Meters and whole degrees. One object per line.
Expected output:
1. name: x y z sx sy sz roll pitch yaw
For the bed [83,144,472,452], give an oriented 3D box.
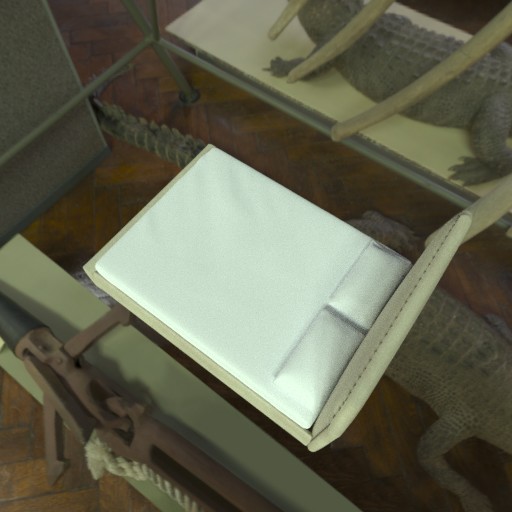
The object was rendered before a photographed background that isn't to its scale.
1. bed: 0.000 0.000 3.442 2.372 1.443 1.712 33 67 16
